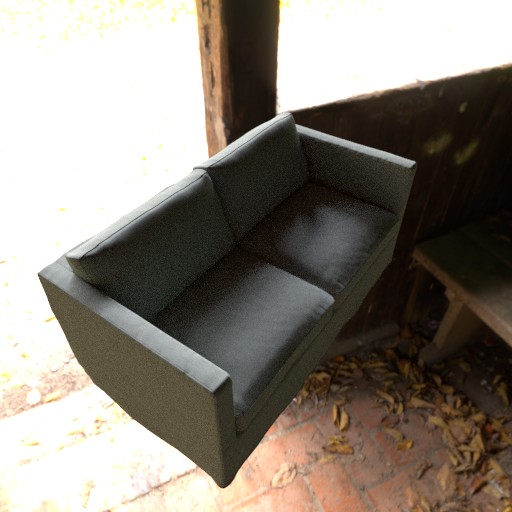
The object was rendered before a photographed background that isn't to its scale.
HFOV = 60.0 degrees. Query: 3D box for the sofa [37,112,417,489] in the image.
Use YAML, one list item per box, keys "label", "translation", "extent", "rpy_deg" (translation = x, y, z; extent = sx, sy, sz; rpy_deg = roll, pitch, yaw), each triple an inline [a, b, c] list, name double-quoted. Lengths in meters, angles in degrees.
- label: "sofa"
  translation: [0.000, 0.000, 2.239]
  extent: [0.944, 0.830, 1.727]
  rpy_deg: [26, 48, 26]
